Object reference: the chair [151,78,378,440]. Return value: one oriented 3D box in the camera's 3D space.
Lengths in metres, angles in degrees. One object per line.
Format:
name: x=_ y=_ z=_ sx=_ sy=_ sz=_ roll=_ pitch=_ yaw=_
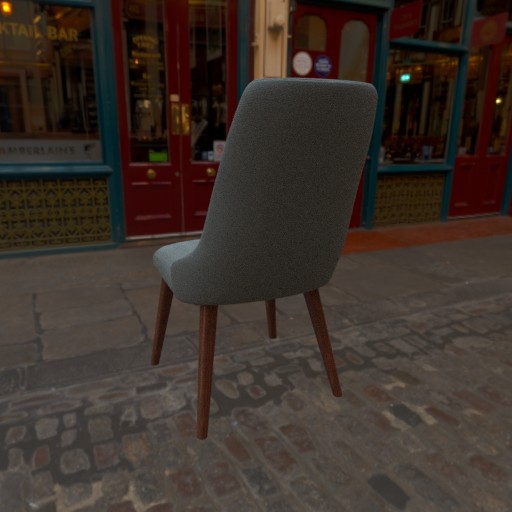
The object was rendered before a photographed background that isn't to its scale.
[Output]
chair: x=0.000 y=0.000 z=1.325 sx=0.535 sy=0.918 sz=0.707 roll=-7 pitch=17 yaw=-25
